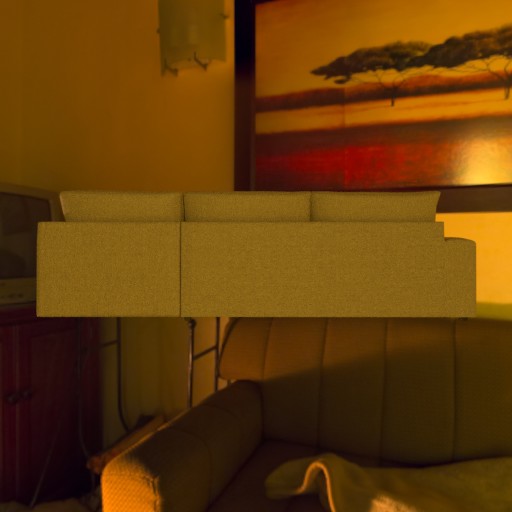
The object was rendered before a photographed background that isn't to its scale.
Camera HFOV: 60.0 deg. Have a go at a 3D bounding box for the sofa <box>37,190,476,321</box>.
[{"bbox_3d":[0.000,0.000,3.993,2.622,0.800,2.742,0,0,0],"label":"sofa"}]
